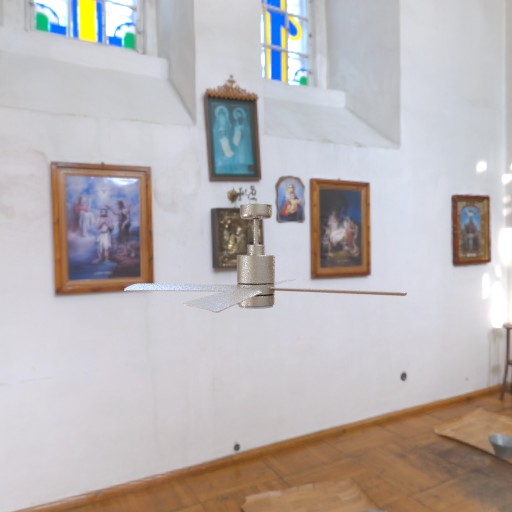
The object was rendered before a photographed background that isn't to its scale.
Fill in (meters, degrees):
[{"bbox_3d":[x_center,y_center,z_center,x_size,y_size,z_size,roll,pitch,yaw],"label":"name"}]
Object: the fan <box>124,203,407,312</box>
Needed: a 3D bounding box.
[{"bbox_3d":[0.000,0.000,2.362,1.525,0.539,1.525,0,1,17],"label":"fan"}]
